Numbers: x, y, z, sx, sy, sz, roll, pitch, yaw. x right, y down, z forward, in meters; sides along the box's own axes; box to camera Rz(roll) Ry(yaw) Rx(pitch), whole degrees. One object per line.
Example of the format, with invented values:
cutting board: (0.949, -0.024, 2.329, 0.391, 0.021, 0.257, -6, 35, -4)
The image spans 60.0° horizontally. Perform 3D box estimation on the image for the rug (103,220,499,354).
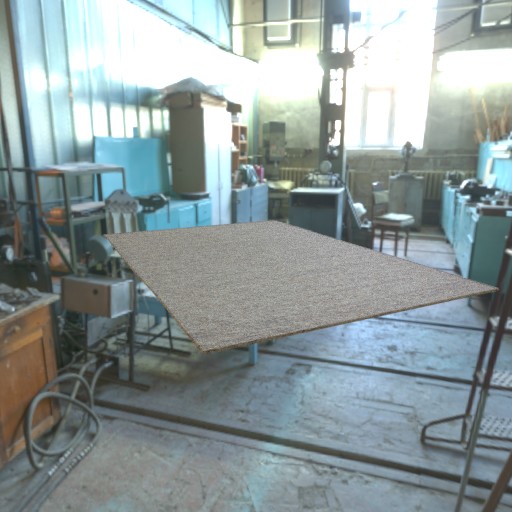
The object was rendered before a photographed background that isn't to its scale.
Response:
rug: (0.000, 0.000, 2.832, 1.547, 0.013, 2.283, -7, 16, -26)
